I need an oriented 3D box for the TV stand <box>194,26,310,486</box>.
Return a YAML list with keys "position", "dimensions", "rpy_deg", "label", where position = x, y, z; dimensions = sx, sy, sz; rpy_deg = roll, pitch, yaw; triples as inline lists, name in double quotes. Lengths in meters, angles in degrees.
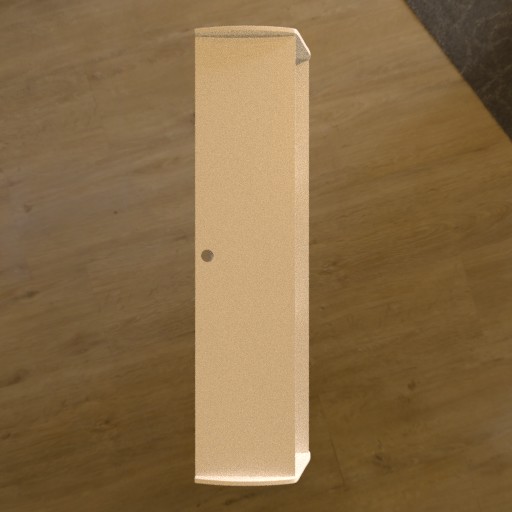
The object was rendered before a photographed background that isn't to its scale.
- position: [0.000, 0.000, 1.629]
  dimensions: [0.397, 0.424, 1.473]
  rpy_deg: [0, 90, 1]
  label: "TV stand"
